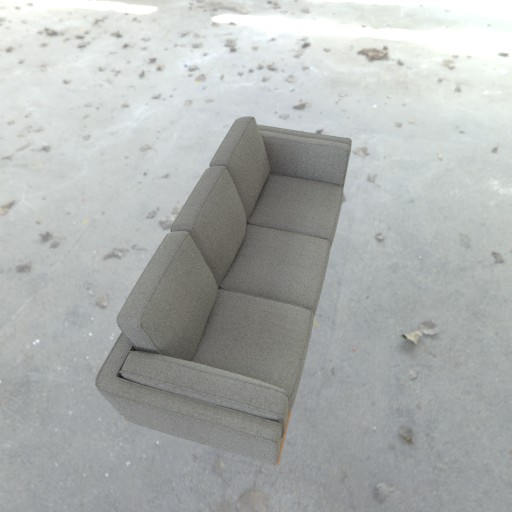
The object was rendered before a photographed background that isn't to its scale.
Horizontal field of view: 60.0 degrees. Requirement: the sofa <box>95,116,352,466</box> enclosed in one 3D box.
[{"bbox_3d":[0.000,0.000,2.835,0.903,0.899,2.362,12,48,11],"label":"sofa"}]
